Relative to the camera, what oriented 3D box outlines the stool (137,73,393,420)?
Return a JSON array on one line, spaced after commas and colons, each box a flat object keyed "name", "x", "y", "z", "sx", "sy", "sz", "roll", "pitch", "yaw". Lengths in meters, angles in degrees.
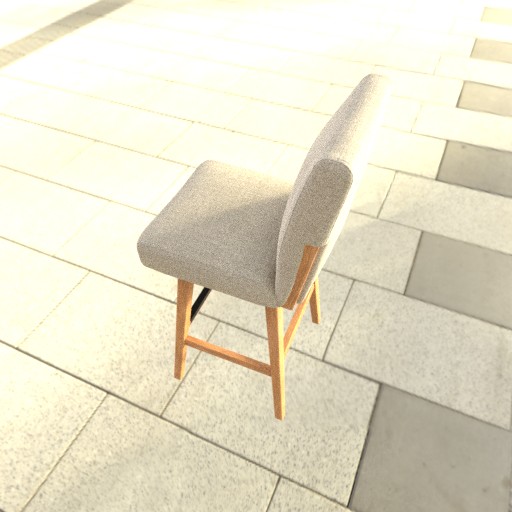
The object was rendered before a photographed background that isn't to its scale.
[{"name": "stool", "x": 0.000, "y": 0.000, "z": 1.411, "sx": 0.569, "sy": 1.106, "sz": 0.483, "roll": 17, "pitch": 49, "yaw": 15}]
